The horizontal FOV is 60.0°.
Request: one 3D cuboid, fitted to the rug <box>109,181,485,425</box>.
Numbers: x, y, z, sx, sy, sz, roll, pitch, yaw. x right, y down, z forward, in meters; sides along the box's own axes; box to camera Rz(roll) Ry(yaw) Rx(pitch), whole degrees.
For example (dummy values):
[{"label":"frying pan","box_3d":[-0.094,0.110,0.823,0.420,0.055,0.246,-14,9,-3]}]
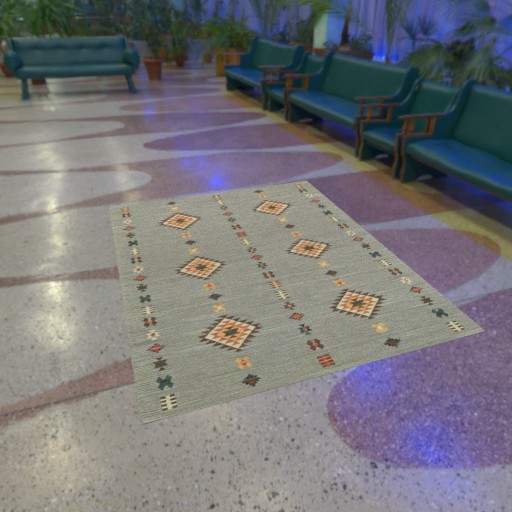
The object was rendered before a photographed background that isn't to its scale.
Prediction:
[{"label":"rug","box_3d":[0.000,0.000,4.060,2.425,0.008,3.035,-10,33,-16]}]
